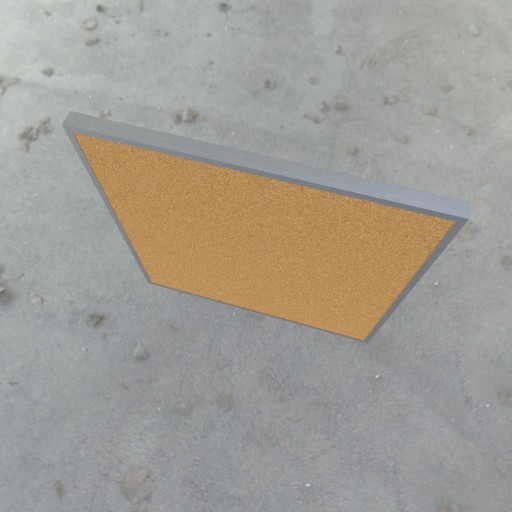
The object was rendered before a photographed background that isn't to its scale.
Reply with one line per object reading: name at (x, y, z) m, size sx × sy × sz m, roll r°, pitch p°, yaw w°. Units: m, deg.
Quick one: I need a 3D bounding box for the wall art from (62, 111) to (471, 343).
wall art at (0.000, 0.000, 1.213) m, size 0.806 × 0.806 × 0.038 m, roll 14°, pitch 64°, yaw 7°
